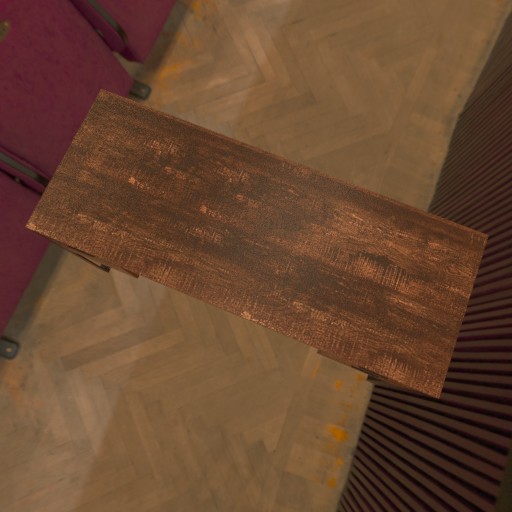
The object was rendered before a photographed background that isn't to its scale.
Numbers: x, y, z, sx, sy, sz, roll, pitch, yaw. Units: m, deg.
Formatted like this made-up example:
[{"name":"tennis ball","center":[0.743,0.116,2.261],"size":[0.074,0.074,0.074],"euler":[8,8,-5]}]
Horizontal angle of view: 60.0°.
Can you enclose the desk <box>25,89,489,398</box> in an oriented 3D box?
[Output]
[{"name":"desk","center":[0.000,0.000,1.934],"size":[1.524,0.762,0.599],"euler":[22,78,5]}]
